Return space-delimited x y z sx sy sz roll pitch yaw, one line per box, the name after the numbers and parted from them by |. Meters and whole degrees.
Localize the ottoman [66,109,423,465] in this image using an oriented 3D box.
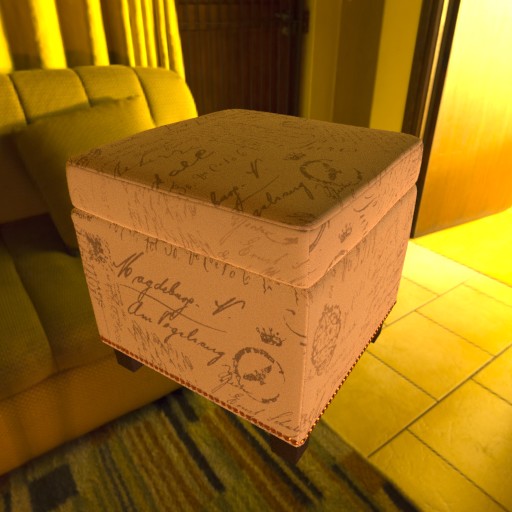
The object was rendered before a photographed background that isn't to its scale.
0.000 0.000 0.834 0.450 0.457 0.449 18 35 29 | ottoman
